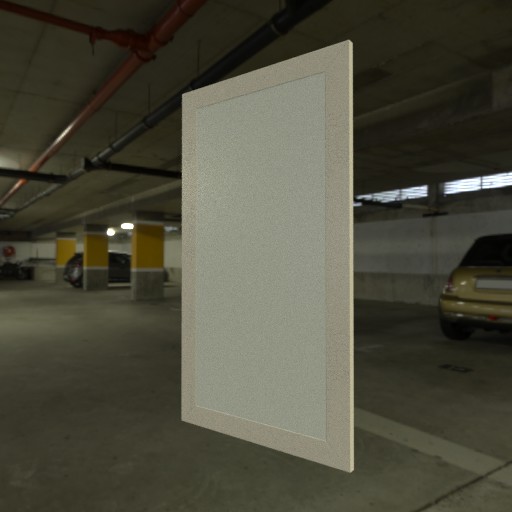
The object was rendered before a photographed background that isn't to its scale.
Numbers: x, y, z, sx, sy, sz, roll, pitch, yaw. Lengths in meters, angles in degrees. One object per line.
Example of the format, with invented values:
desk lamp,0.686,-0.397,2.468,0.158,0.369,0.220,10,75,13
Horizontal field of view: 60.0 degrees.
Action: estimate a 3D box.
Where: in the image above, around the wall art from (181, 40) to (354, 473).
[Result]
wall art,0.000,0.000,0.818,0.380,0.683,0.013,-1,-1,37
